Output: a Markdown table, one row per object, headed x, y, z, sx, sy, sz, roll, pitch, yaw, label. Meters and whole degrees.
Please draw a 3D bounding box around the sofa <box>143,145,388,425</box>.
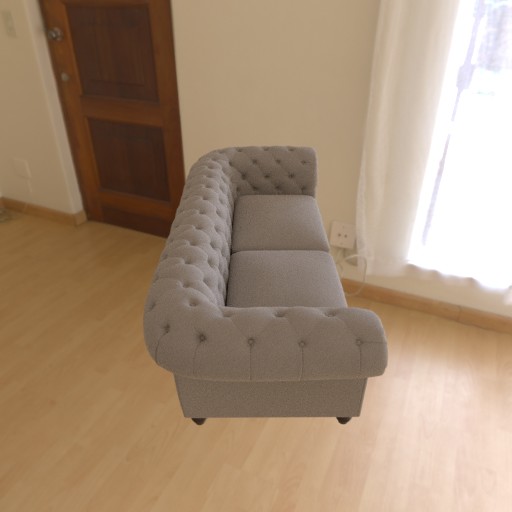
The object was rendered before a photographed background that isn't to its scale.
| x | y | z | sx | sy | sz | roll | pitch | yaw | label |
| --- | --- | --- | --- | --- | --- | --- | --- | --- | --- |
| 0.000 | 0.000 | 2.780 | 0.991 | 0.749 | 2.411 | 0 | 31 | 0 | sofa |
